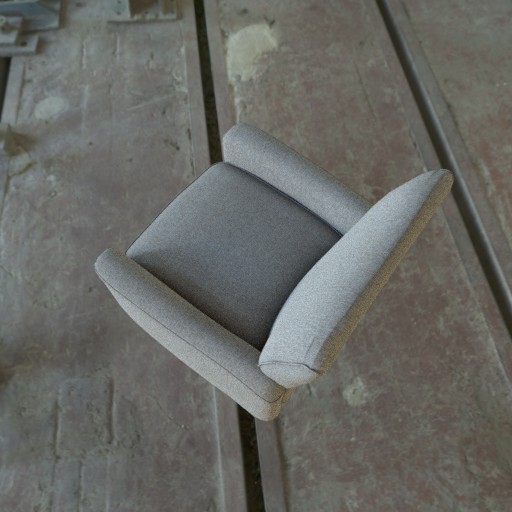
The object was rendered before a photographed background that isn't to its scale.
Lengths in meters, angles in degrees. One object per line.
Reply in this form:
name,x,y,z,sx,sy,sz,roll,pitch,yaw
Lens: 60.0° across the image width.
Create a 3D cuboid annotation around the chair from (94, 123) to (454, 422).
chair,0.000,0.000,1.596,0.864,1.014,0.848,34,68,16
